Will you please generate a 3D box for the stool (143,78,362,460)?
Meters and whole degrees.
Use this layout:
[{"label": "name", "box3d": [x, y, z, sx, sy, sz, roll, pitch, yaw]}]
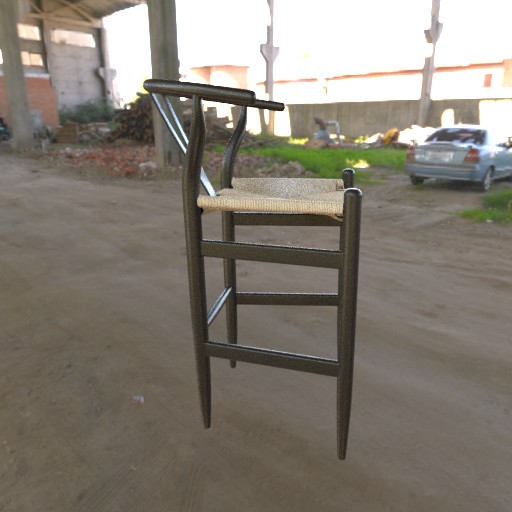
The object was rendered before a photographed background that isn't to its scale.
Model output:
[{"label": "stool", "box3d": [0.000, 0.000, 1.314, 0.579, 0.970, 0.569, 3, 17, 10]}]
